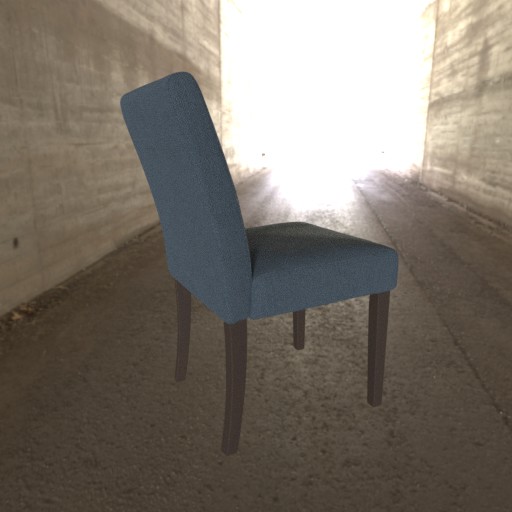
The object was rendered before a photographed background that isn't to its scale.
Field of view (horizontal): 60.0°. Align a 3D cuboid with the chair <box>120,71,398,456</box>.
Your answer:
[{"bbox_3d":[0.000,0.000,1.241,0.629,0.882,0.487,-8,17,-27],"label":"chair"}]
